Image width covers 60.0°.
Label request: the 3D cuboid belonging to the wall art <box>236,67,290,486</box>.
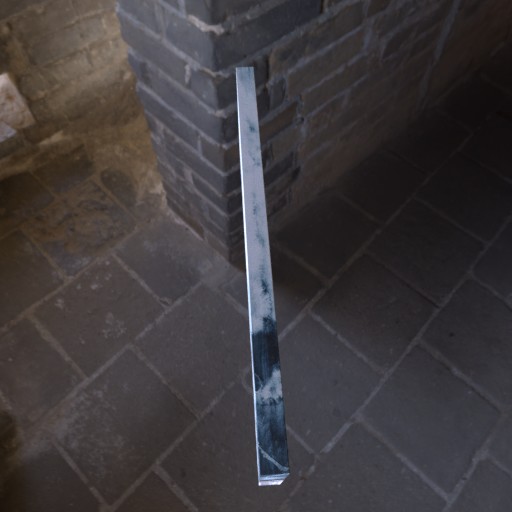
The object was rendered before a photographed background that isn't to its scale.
[{"bbox_3d":[0.000,0.000,0.837,0.037,0.251,0.759,-3,60,-2],"label":"wall art"}]
